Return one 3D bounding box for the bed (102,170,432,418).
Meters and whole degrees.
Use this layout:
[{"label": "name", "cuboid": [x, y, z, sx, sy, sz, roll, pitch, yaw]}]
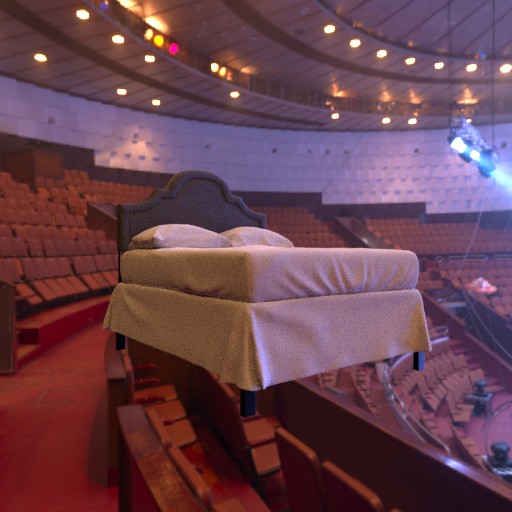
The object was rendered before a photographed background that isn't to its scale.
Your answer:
[{"label": "bed", "cuboid": [0.000, 0.000, 3.532, 1.780, 1.634, 2.222, 0, 1, -36]}]
